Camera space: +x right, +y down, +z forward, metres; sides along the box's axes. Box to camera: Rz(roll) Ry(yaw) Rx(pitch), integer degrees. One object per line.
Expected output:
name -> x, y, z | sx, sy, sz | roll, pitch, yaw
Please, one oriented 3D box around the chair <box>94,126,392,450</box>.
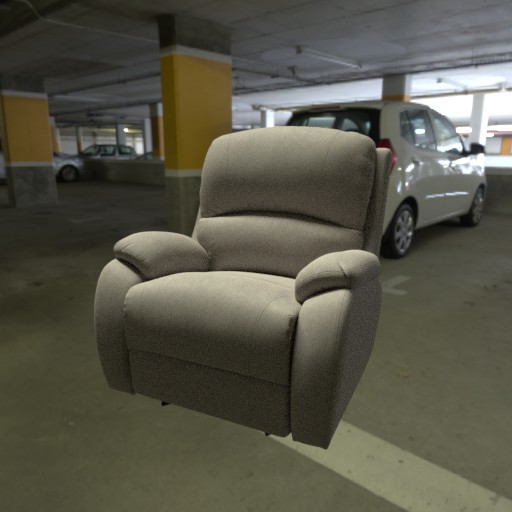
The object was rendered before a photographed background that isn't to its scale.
chair -> 0.000, 0.000, 1.744 | 0.930, 1.011, 0.899 | 6, 15, 24
